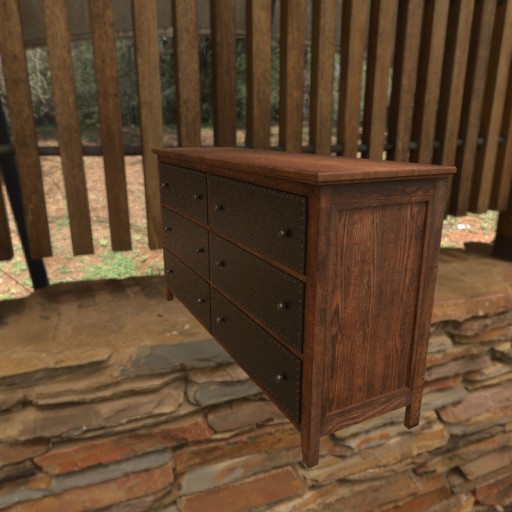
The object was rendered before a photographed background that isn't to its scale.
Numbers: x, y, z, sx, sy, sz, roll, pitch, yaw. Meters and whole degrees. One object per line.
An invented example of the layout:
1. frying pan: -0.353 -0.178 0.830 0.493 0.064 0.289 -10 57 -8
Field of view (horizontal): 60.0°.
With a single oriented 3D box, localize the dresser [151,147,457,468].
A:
1. dresser: 0.000 0.000 1.909 0.463 0.856 1.551 -8 18 -26
